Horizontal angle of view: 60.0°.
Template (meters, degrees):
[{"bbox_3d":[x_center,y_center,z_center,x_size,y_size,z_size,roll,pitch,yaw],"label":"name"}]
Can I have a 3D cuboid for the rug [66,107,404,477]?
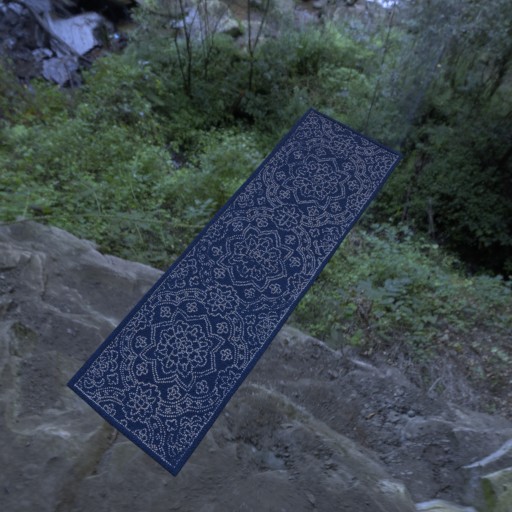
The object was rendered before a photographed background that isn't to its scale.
[{"bbox_3d":[0.000,0.000,2.715,0.769,0.012,2.448,33,68,15],"label":"rug"}]
